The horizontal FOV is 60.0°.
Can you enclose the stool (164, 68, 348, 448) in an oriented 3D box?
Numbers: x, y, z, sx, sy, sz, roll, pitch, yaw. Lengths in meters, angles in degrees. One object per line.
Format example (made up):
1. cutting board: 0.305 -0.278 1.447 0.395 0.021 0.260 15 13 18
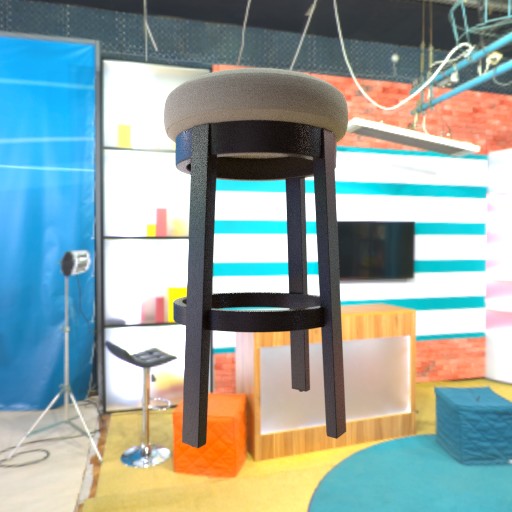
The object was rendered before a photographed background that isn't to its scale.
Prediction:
1. stool: 0.000 0.000 1.055 0.446 0.758 0.446 0 1 0
